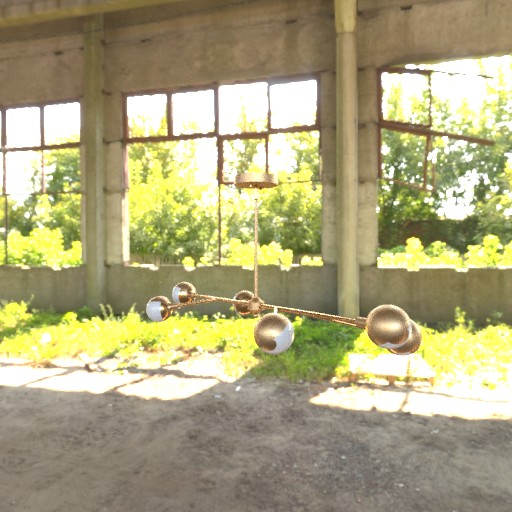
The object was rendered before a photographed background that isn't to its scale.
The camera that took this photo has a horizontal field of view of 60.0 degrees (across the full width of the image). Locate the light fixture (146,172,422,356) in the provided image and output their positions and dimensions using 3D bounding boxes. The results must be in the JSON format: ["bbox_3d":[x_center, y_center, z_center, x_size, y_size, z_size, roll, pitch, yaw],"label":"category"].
[{"bbox_3d":[0.000,0.000,1.010,0.434,0.362,0.778,0,0,-19],"label":"light fixture"}]
